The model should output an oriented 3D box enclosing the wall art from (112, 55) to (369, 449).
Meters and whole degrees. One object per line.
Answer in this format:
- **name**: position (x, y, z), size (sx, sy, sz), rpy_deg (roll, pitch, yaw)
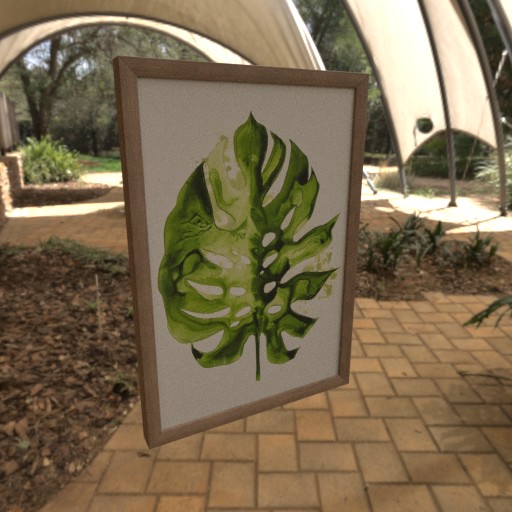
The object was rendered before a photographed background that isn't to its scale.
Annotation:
- **wall art**: position (0.000, 0.000, 0.644), size (0.356, 0.509, 0.031), rpy_deg (-8, 18, -27)
